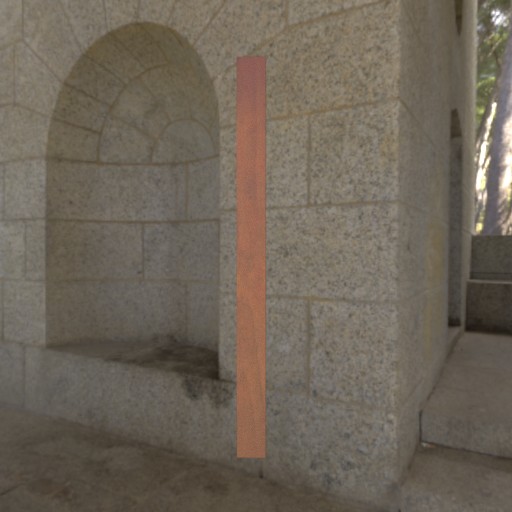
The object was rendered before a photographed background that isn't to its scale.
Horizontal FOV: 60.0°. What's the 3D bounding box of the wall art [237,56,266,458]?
[{"bbox_3d":[0.000,0.000,0.784,0.033,0.457,0.558,0,0,1],"label":"wall art"}]
